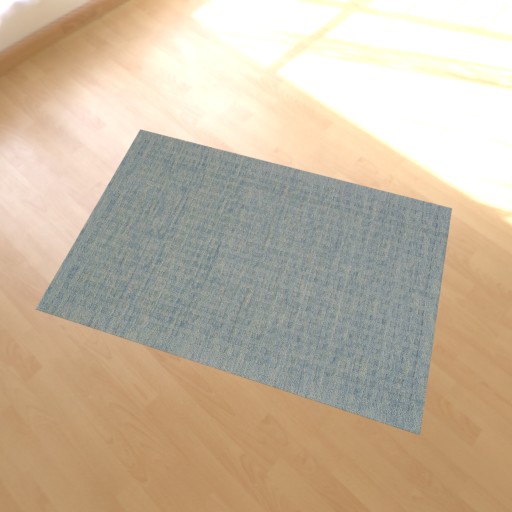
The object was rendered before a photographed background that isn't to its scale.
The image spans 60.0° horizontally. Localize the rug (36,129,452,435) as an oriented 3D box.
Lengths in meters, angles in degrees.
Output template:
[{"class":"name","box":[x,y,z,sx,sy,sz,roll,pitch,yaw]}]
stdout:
[{"class":"rug","box":[0.000,0.000,2.156,1.752,0.006,1.142,16,64,8]}]
